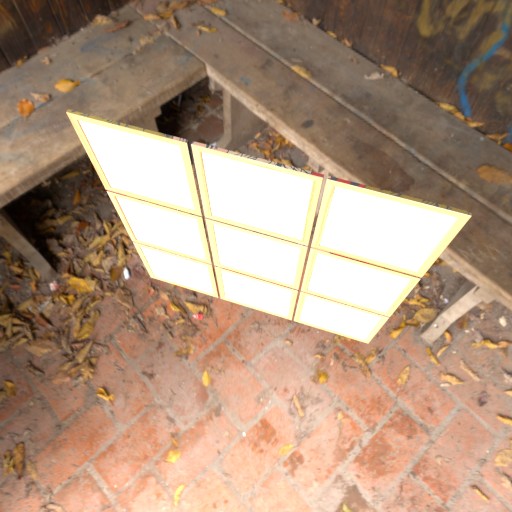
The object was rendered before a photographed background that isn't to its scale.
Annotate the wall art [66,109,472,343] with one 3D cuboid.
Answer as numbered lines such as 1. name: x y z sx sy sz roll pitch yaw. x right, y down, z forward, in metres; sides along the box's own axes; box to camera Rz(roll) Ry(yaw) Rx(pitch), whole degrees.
1. wall art: 0.000 0.000 1.804 1.206 1.218 0.013 16 64 8
